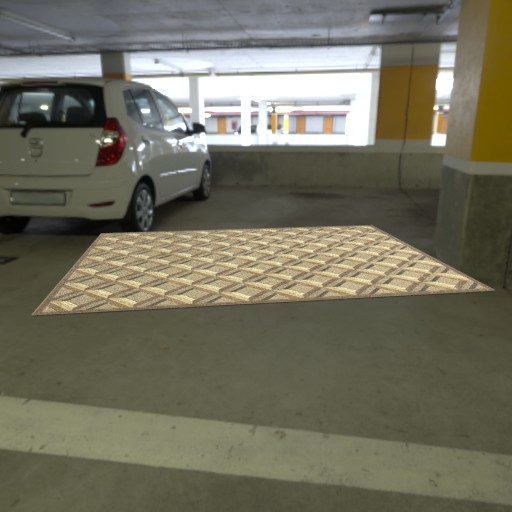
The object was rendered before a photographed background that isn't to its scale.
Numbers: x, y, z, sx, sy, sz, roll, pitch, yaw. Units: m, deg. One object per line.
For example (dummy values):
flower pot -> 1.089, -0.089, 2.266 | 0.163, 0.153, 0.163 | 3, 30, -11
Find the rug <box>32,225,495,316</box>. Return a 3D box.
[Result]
rug -> 0.000, 0.000, 4.235 | 3.294, 0.018, 2.382 | -2, 16, -8
